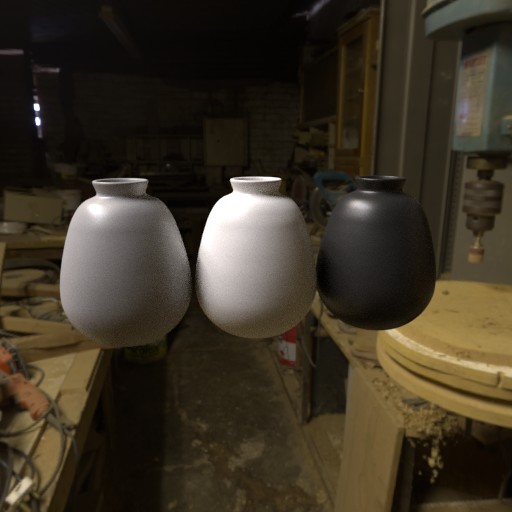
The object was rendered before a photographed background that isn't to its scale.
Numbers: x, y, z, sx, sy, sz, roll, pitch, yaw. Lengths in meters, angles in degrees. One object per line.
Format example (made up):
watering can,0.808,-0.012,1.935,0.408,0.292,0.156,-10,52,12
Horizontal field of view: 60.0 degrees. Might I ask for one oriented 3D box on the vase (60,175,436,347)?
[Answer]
vase,0.000,0.000,0.353,0.297,0.122,0.097,-2,15,-8
